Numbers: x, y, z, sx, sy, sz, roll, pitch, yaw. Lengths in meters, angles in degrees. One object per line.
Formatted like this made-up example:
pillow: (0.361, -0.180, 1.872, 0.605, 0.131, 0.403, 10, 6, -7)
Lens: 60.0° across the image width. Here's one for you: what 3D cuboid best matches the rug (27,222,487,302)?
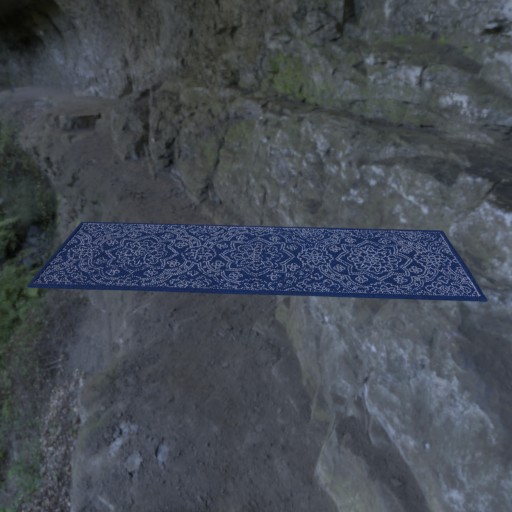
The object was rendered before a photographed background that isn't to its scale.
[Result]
rug: (0.000, 0.000, 2.666, 2.448, 0.012, 0.769, 2, 32, 3)
